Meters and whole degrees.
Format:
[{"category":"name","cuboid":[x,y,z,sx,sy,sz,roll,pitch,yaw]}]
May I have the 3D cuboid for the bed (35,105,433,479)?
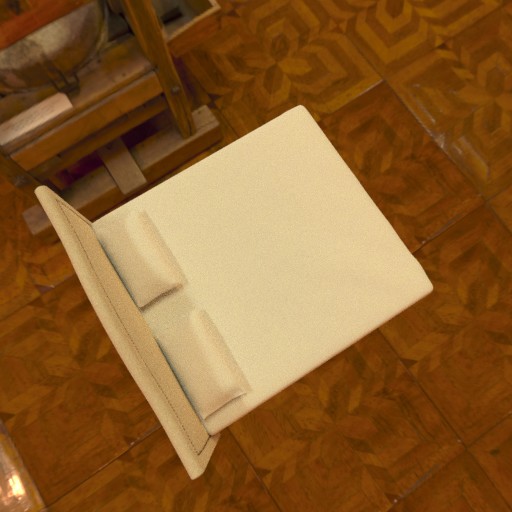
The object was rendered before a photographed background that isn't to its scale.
[{"category":"bed","cuboid":[0.000,0.000,3.438,2.182,1.421,2.083,-31,79,-7]}]
